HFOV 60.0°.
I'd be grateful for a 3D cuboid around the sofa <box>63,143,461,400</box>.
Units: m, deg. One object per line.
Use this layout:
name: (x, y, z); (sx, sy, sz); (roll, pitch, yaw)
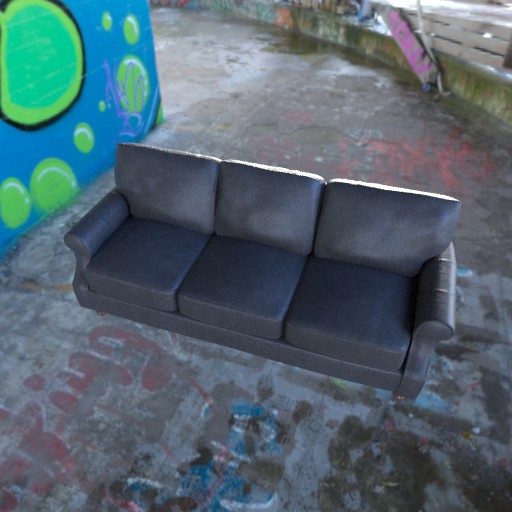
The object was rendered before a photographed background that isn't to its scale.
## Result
sofa: (0.000, 0.000, 2.838); (2.387, 0.977, 0.974); (13, 42, 14)
